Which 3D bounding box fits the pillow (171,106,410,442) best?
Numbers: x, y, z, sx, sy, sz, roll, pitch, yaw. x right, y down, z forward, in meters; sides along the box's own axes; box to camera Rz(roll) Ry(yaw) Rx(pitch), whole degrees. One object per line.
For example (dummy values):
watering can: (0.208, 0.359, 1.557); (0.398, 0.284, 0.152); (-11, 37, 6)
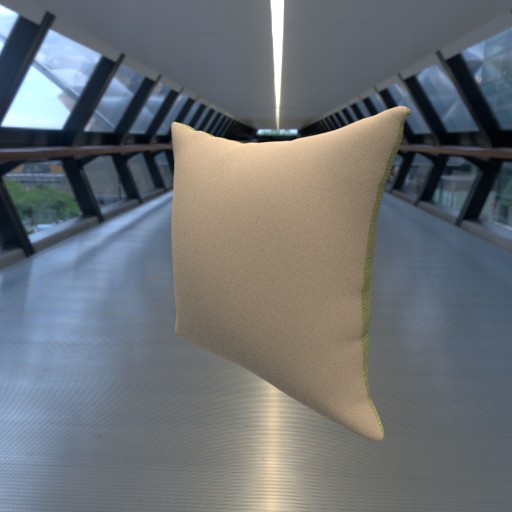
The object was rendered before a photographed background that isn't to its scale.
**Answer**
pillow: (0.000, 0.000, 0.803); (0.229, 0.487, 0.560); (-12, 18, -41)
